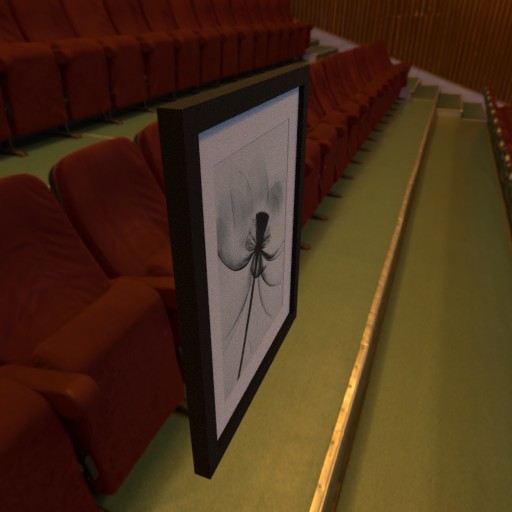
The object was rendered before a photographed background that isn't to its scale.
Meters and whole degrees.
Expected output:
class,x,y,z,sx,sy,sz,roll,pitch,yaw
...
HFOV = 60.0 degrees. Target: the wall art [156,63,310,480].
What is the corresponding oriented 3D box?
class,x,y,z,sx,sy,sz,roll,pitch,yaw
wall art,0.000,0.000,0.749,0.029,0.559,0.457,11,31,19
